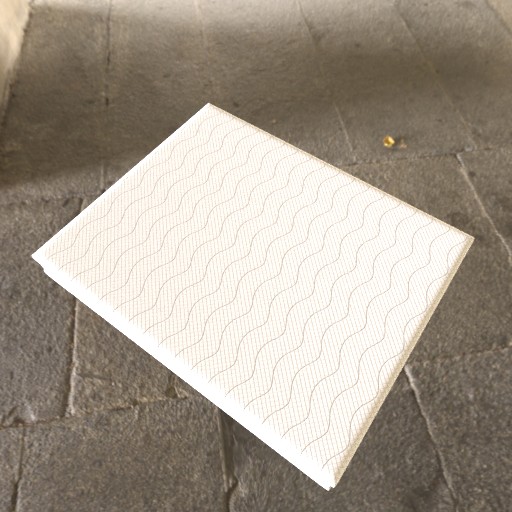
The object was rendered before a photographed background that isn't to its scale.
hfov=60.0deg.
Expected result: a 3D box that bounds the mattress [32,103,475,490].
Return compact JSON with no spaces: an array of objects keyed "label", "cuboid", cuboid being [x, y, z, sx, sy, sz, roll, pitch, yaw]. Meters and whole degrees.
[{"label":"mattress","cuboid":[0.000,0.000,2.639,2.000,0.230,1.600,32,64,18]}]
